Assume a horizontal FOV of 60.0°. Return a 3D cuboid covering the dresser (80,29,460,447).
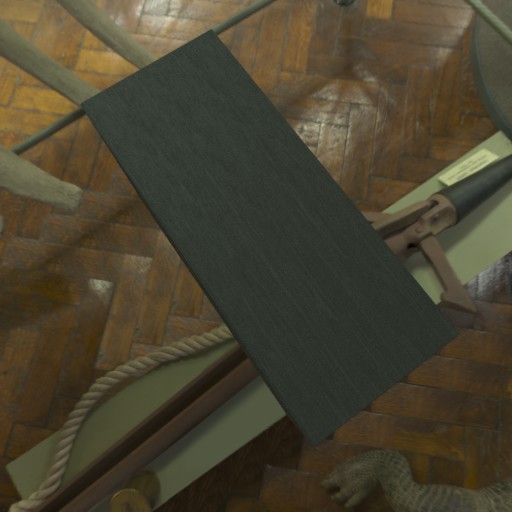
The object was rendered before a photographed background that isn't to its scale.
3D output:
[{"bbox_3d":[0.000,0.000,1.448,0.404,0.816,0.994,-34,77,-9],"label":"dresser"}]
